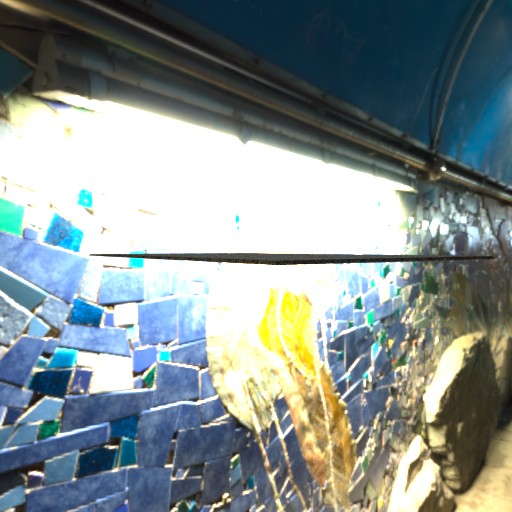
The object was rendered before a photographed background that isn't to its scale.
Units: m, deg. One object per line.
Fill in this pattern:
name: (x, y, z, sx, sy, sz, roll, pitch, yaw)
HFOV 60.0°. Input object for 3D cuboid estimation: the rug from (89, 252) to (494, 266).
rug: (0.000, 0.000, 2.192, 1.143, 0.014, 1.761, -1, 1, -36)
